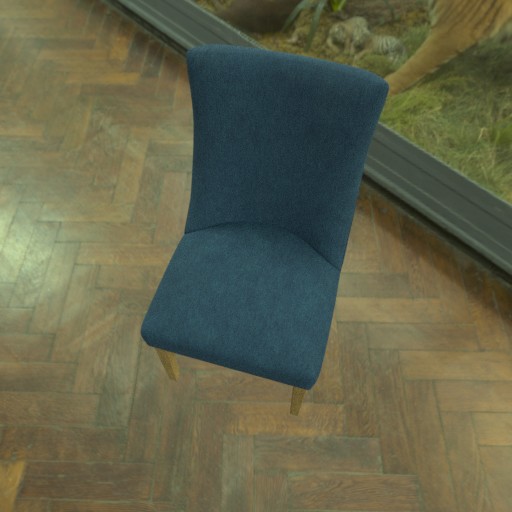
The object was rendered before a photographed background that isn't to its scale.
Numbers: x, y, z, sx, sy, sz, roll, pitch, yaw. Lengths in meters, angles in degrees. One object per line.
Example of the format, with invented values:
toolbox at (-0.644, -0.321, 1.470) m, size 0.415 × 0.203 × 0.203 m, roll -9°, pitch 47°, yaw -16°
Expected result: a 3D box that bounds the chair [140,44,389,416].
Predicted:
chair at (0.000, 0.000, 1.259) m, size 0.495 × 0.902 × 0.609 m, roll 13°, pitch 59°, yaw 8°
